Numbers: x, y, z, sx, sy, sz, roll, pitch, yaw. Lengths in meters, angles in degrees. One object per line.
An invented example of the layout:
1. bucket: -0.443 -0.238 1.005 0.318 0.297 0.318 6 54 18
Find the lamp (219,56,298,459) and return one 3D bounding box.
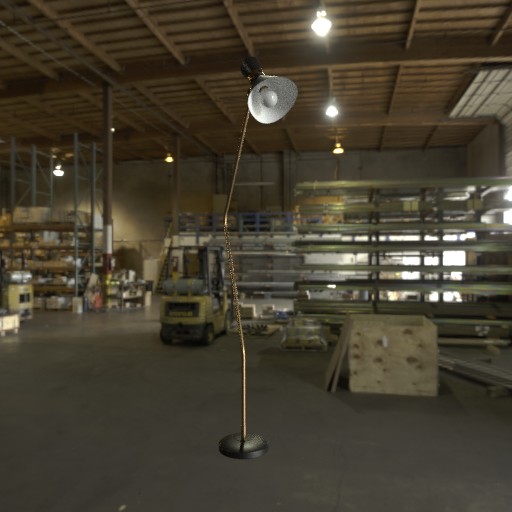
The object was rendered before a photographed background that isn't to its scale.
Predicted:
1. lamp: 0.000 0.000 1.640 0.277 1.438 0.467 0 -1 -1
